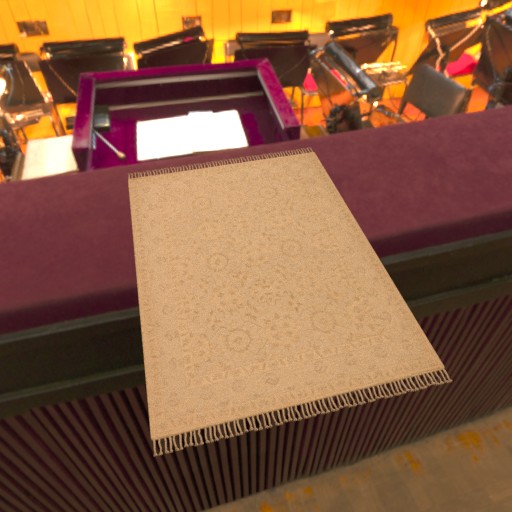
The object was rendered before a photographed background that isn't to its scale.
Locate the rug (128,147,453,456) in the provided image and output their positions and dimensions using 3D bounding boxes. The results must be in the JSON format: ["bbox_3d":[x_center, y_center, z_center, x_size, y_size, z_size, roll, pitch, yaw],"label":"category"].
[{"bbox_3d":[0.000,0.000,2.309,1.223,0.015,1.771,-10,48,-10],"label":"rug"}]
